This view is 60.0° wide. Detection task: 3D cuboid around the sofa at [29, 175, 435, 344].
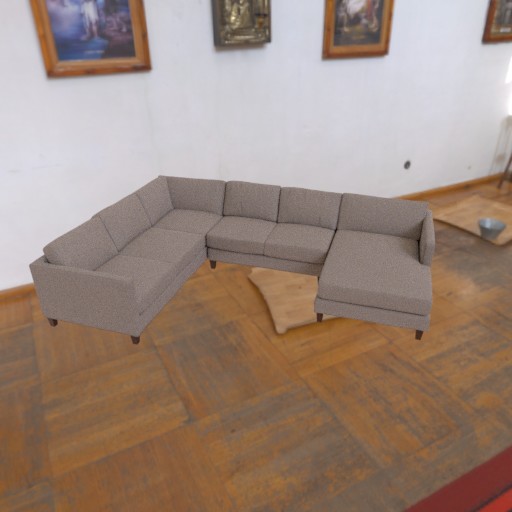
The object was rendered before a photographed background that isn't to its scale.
[{"bbox_3d":[0.000,0.000,4.558,3.438,0.865,2.424,8,29,15],"label":"sofa"}]
